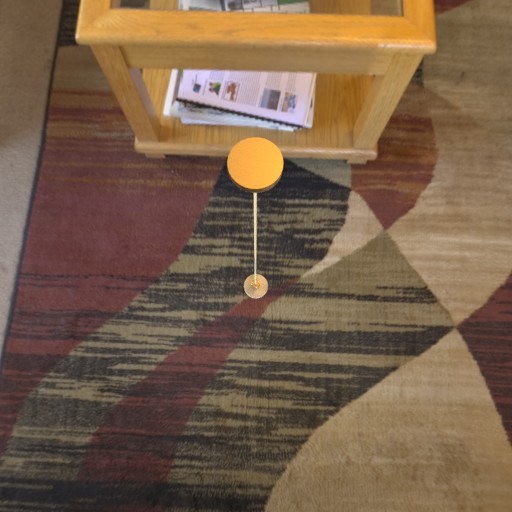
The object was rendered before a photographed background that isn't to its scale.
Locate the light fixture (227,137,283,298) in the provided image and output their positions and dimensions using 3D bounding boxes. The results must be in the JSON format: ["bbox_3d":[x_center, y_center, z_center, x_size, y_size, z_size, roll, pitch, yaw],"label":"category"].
[{"bbox_3d":[0.000,0.000,1.761,0.129,1.669,0.129,-15,77,-4],"label":"light fixture"}]
